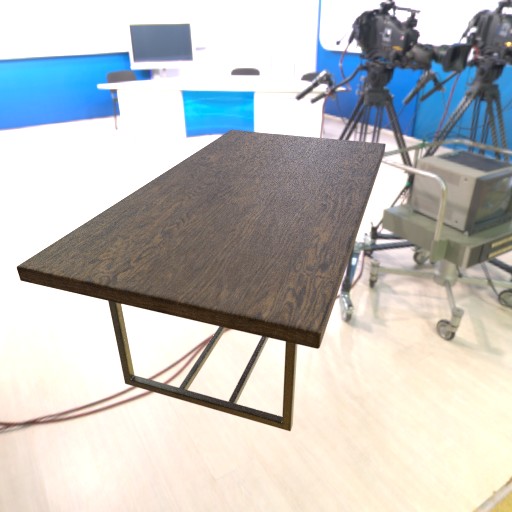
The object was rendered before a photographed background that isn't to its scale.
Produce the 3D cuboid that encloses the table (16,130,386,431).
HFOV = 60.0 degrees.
[{"bbox_3d":[0.000,0.000,2.397,1.078,0.795,1.989,10,31,17],"label":"table"}]
